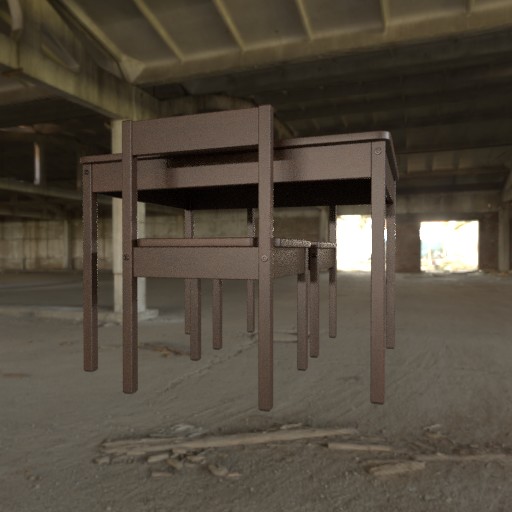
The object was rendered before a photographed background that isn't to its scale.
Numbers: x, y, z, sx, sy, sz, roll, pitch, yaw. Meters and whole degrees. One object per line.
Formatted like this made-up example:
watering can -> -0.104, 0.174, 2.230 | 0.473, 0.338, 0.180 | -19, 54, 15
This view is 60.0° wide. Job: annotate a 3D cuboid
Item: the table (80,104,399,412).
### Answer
table -> 0.000, 0.000, 1.083 | 0.650, 0.503, 0.672 | 0, 1, 20
